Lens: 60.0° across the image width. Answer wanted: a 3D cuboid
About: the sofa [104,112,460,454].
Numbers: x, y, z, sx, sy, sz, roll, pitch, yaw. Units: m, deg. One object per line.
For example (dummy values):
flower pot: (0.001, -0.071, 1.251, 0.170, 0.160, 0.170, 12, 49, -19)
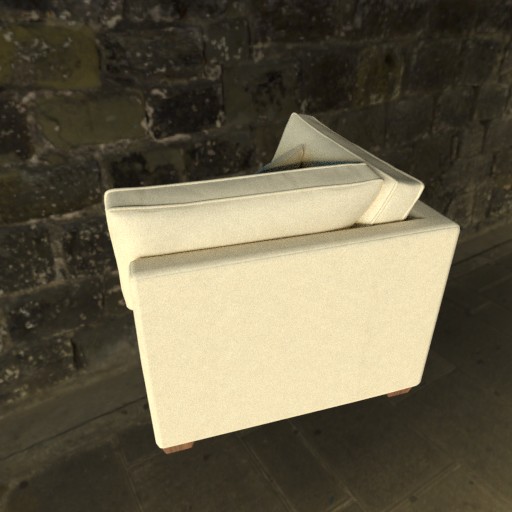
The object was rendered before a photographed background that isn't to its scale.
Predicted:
sofa: (0.000, 0.000, 1.963, 1.146, 1.002, 1.084, -9, 31, -15)
